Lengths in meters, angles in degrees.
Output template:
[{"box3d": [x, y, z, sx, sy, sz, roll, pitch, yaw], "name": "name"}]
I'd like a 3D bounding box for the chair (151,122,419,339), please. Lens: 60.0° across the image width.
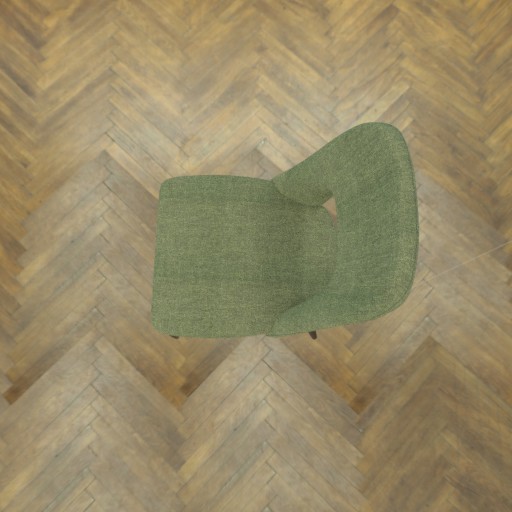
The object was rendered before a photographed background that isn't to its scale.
[{"box3d": [0.000, 0.000, 1.273, 0.612, 0.931, 0.470, 1, 77, 0], "name": "chair"}]
